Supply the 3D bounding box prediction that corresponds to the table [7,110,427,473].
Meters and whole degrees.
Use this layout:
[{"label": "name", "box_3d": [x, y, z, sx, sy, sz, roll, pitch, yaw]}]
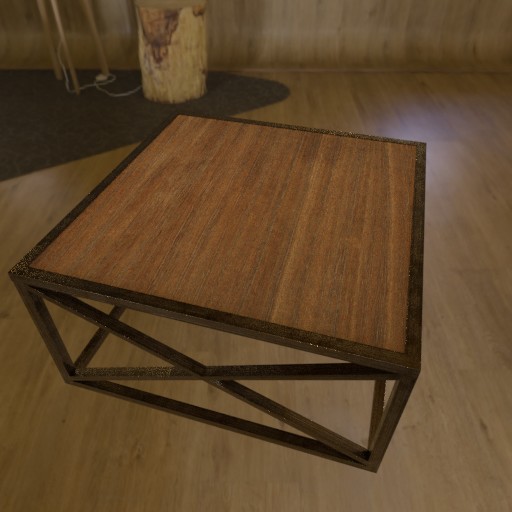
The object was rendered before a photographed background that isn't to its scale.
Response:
[{"label": "table", "box_3d": [0.000, 0.000, 1.378, 0.899, 0.451, 0.909, 11, 43, 12]}]
